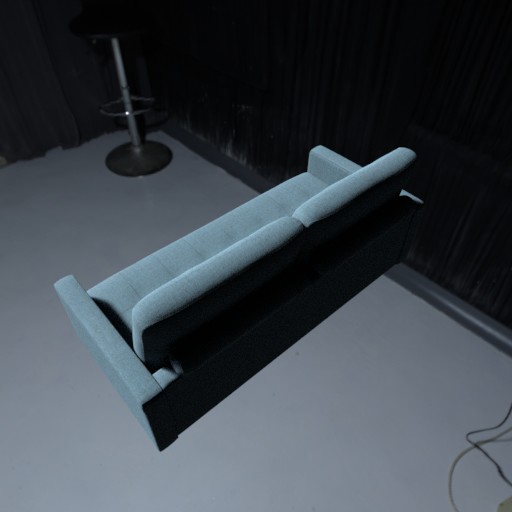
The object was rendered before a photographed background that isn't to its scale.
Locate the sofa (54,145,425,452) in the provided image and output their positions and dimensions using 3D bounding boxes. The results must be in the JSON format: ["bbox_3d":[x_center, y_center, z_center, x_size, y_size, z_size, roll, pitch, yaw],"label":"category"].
[{"bbox_3d":[0.000,0.000,2.595,2.010,1.050,0.966,-32,54,-27],"label":"sofa"}]
